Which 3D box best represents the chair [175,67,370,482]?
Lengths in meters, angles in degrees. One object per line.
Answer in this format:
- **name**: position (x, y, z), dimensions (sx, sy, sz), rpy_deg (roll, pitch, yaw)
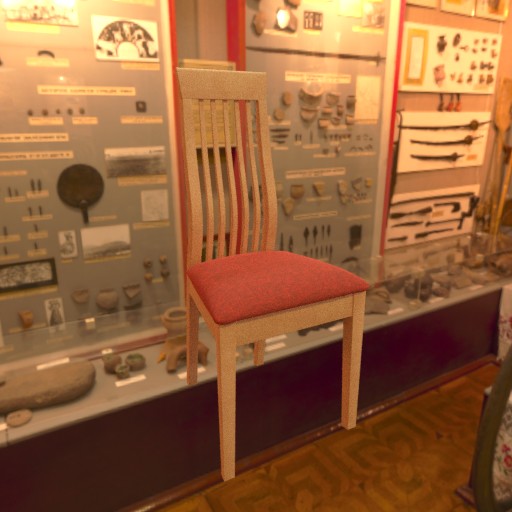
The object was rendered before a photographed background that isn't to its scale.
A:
- **chair**: position (0.000, 0.000, 1.278), dimensions (0.460, 1.027, 0.474), rpy_deg (-9, 20, -28)
